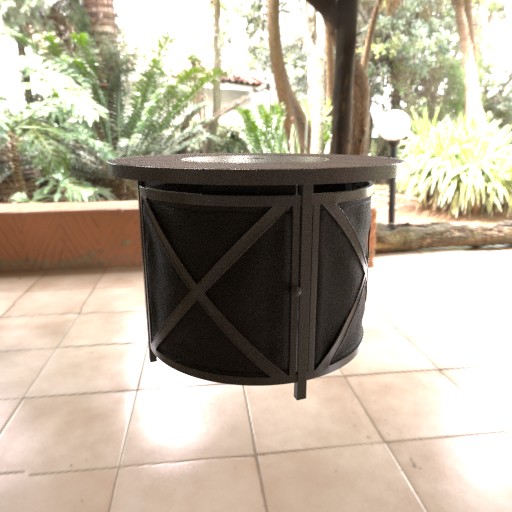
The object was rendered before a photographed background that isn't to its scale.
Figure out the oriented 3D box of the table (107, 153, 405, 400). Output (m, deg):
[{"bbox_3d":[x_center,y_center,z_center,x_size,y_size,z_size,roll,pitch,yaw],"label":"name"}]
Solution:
[{"bbox_3d":[0.000,0.000,1.513,0.914,0.650,0.914,0,15,0],"label":"table"}]
